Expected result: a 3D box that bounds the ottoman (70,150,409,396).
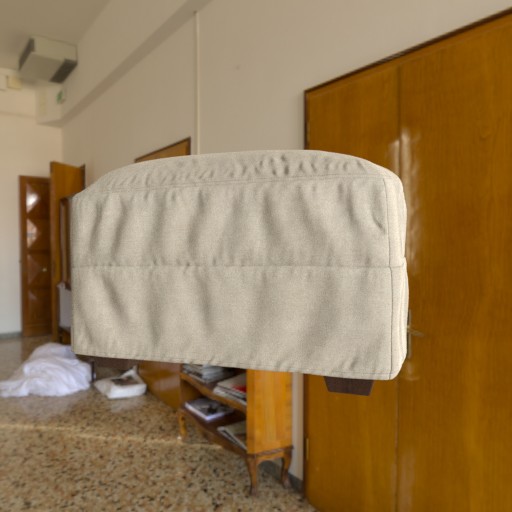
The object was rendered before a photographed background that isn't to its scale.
[{"bbox_3d":[0.000,0.000,1.093,0.712,0.480,0.584,1,2,18],"label":"ottoman"}]
